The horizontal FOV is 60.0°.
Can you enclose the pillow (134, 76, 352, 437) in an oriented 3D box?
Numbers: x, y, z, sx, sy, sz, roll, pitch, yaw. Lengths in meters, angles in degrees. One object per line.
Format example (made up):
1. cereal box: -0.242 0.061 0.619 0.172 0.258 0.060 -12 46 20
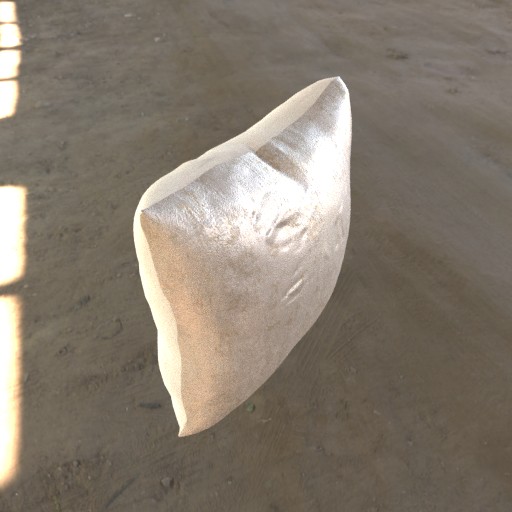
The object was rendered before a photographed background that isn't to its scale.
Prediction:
1. pillow: 0.000 0.000 0.710 0.245 0.448 0.450 25 47 26
